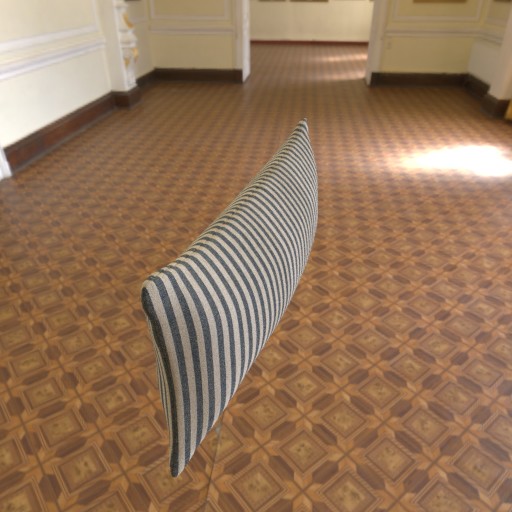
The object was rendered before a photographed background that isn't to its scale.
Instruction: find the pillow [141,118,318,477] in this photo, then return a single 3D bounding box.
[{"bbox_3d":[0.000,0.000,0.720,0.151,0.295,0.617,10,33,16],"label":"pillow"}]
